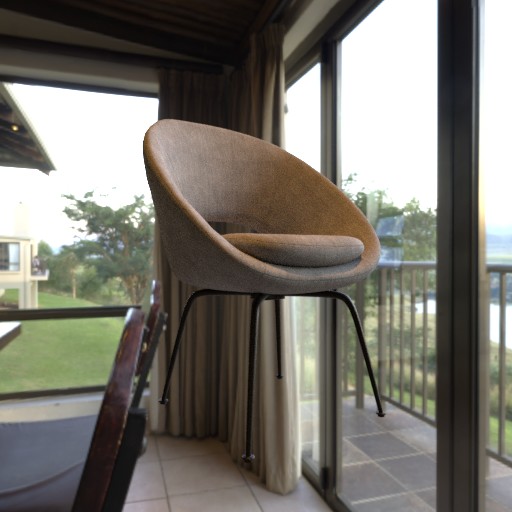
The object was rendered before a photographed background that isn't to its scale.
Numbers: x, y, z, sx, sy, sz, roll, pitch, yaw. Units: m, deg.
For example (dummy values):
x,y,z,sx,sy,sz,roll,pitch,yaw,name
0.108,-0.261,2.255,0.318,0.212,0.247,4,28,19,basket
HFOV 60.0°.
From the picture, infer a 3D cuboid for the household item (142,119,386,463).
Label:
x,y,z,sx,sy,sz,roll,pitch,yaw,name
0.000,0.000,1.282,0.643,0.869,0.587,-1,1,-36,household item
